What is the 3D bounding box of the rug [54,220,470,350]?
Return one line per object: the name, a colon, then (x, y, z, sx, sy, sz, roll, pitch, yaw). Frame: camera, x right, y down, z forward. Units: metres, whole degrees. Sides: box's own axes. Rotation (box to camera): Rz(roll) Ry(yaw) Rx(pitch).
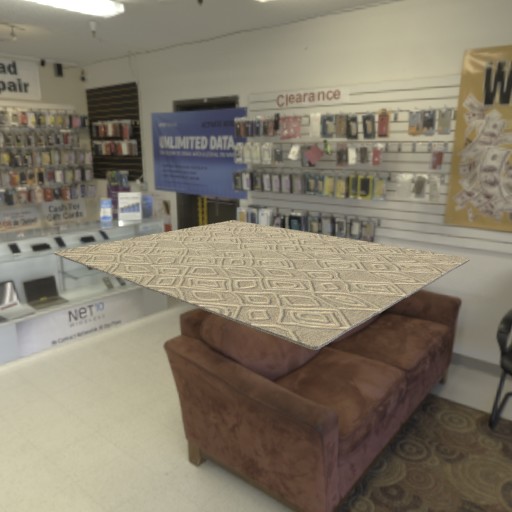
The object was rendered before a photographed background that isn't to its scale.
rug: (0.000, 0.000, 4.131, 3.049, 0.025, 2.449, 13, 19, 41)
